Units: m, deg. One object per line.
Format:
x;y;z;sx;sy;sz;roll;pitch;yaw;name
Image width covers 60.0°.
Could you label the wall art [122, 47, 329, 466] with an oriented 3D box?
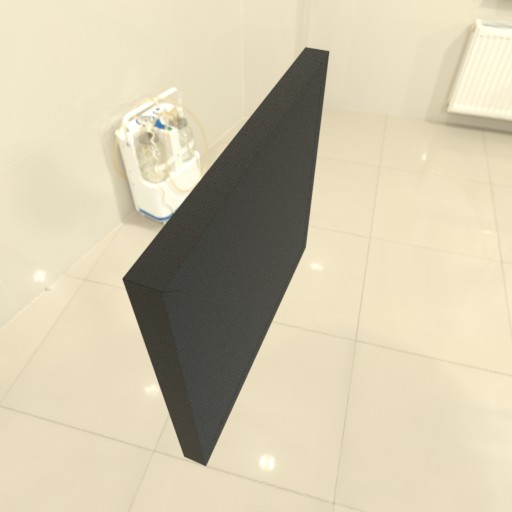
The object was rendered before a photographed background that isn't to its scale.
0.000;0.000;0.519;0.029;0.330;0.381;17;50;15;wall art
